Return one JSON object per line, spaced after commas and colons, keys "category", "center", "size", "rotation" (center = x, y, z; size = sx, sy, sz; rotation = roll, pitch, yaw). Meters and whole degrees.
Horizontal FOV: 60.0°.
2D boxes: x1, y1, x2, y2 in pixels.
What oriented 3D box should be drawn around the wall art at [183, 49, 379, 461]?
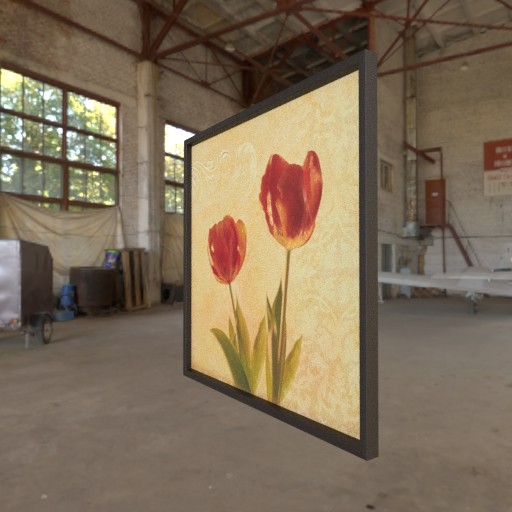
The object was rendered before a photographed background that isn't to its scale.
{"category": "wall art", "center": [0.000, 0.000, 1.206], "size": [0.043, 0.807, 0.805], "rotation": [1, -1, -35]}
